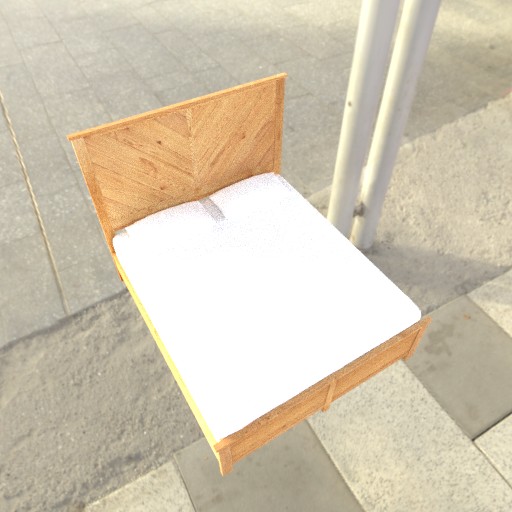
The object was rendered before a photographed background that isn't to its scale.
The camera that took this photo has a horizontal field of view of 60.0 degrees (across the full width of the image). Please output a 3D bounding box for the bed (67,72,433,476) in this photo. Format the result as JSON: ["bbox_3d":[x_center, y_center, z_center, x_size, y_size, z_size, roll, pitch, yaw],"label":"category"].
[{"bbox_3d":[0.000,0.000,3.601,1.936,1.686,2.201,-24,52,-20],"label":"bed"}]
